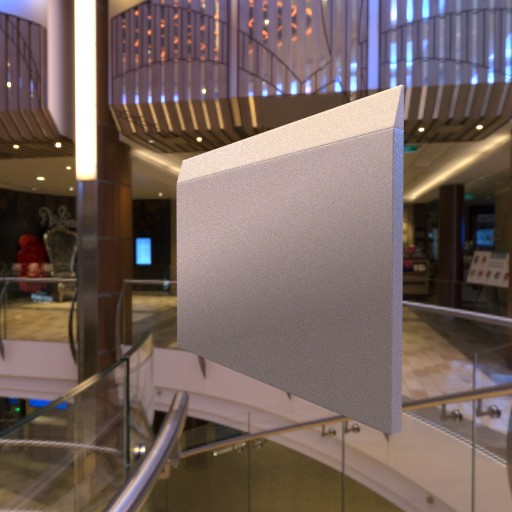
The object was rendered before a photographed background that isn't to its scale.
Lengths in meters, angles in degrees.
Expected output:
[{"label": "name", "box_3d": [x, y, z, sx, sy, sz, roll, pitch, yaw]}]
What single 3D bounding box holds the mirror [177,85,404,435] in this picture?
[{"label": "mirror", "box_3d": [0.000, 0.000, 1.149, 0.030, 0.630, 0.870, -1, 2, -36]}]
